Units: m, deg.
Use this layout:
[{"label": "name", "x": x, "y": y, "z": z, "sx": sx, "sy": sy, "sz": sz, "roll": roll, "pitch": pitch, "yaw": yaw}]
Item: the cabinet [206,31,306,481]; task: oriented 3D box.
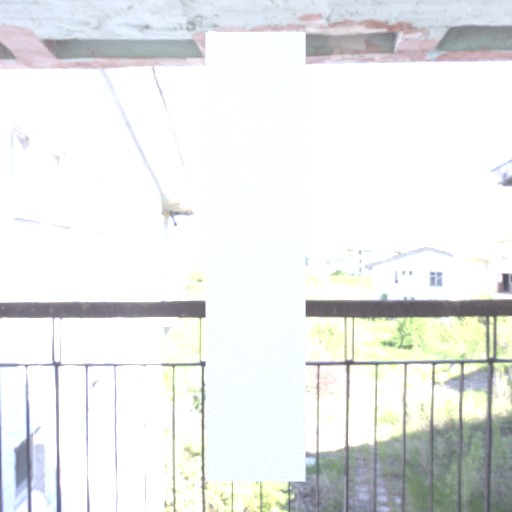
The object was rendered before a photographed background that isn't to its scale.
[{"label": "cabinet", "x": 0.000, "y": 0.000, "z": 2.747, "sx": 0.480, "sy": 2.160, "sz": 1.250, "roll": 0, "pitch": 0, "yaw": 0}]
